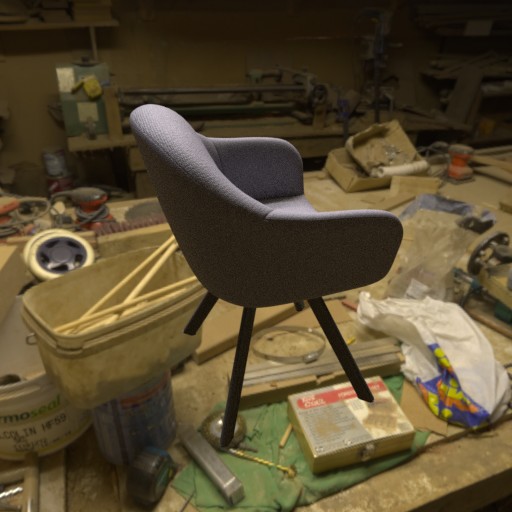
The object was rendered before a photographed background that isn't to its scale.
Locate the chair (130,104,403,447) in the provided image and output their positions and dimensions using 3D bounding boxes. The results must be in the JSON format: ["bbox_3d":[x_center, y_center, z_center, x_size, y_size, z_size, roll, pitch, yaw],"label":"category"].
[{"bbox_3d":[0.000,0.000,1.180,0.550,0.795,0.590,-10,32,-17],"label":"chair"}]
